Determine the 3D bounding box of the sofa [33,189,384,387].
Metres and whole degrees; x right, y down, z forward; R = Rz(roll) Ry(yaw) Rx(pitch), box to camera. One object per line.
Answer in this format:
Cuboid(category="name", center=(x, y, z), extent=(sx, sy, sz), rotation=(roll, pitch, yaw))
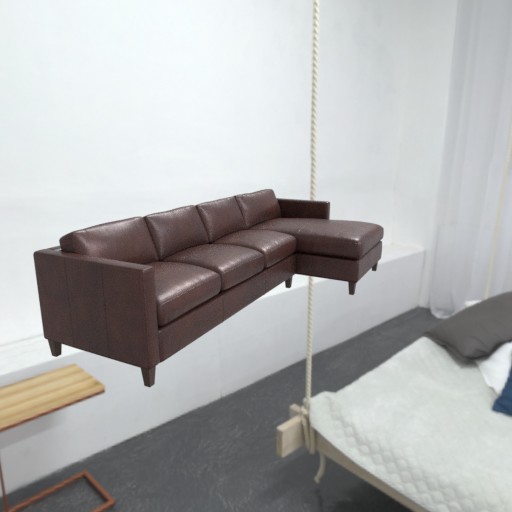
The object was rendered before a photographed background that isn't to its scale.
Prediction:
Cuboid(category="sofa", center=(0.000, 0.000, 3.940), extent=(1.581, 0.883, 3.203), rotation=(8, 17, 27))
